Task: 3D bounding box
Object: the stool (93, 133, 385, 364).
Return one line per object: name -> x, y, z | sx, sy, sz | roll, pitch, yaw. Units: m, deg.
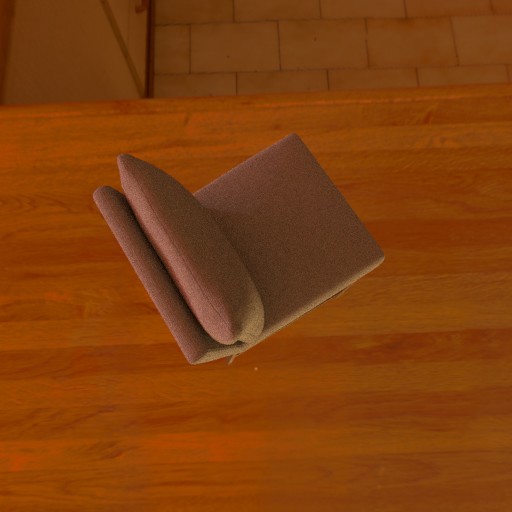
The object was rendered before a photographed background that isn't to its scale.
stool -> 0.000, 0.000, 1.361 | 0.569, 1.031, 0.463 | -32, 78, -8
